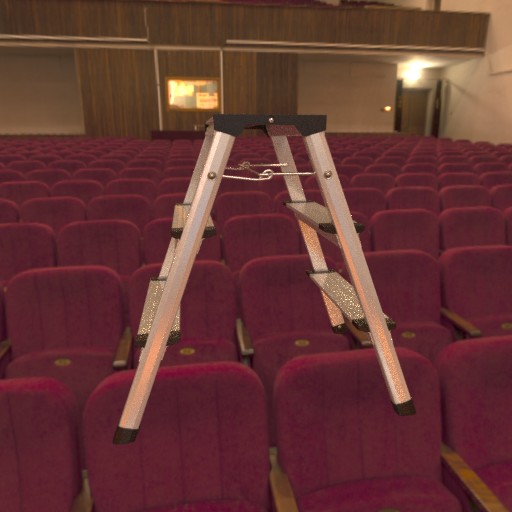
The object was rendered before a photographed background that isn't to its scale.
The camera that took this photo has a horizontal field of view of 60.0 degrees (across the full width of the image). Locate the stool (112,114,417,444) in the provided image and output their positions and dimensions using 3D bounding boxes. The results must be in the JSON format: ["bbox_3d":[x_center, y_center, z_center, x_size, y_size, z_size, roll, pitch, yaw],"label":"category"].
[{"bbox_3d":[0.000,0.000,1.020,0.622,0.605,0.437,-2,15,-9],"label":"stool"}]
